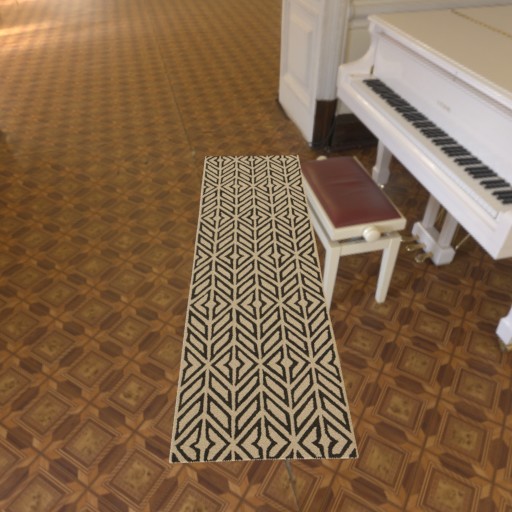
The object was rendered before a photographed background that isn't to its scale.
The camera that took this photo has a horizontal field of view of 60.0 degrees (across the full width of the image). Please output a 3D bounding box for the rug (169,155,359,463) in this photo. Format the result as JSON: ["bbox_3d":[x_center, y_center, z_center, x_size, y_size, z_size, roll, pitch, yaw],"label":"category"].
[{"bbox_3d":[0.000,0.000,2.659,0.750,0.009,2.435,-1,42,-1],"label":"rug"}]
